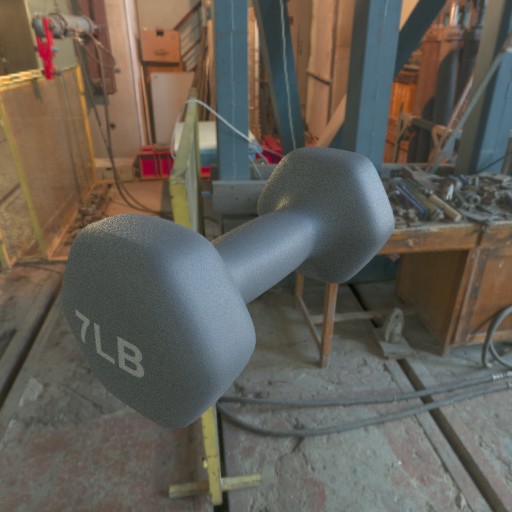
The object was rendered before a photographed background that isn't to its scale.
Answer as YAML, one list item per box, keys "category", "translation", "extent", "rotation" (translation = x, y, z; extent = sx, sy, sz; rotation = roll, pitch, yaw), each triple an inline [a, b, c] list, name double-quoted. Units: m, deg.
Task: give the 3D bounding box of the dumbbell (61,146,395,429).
- category: "dumbbell"
  translation: [0.000, 0.000, 0.228]
  extent: [0.090, 0.081, 0.184]
  rotation: [19, 32, 32]
